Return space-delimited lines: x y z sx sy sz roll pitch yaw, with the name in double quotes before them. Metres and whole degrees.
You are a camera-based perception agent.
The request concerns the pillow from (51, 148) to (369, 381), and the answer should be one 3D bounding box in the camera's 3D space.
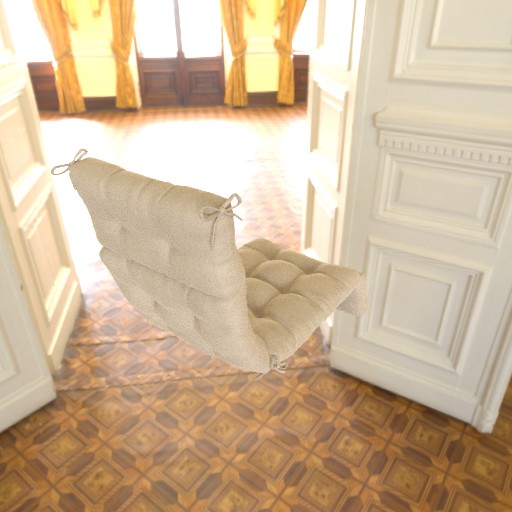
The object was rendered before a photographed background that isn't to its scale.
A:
"pillow" 0.000 0.000 1.493 0.526 0.863 1.016 20 36 31
